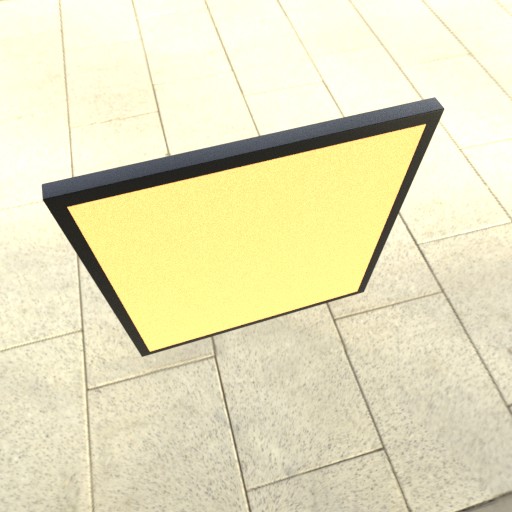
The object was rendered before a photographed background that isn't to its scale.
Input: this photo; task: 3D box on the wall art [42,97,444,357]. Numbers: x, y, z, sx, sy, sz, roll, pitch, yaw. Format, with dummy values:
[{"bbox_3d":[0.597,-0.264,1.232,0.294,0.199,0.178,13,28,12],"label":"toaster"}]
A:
[{"bbox_3d":[0.000,0.000,1.126,0.755,0.761,0.038,-15,59,-9],"label":"wall art"}]
